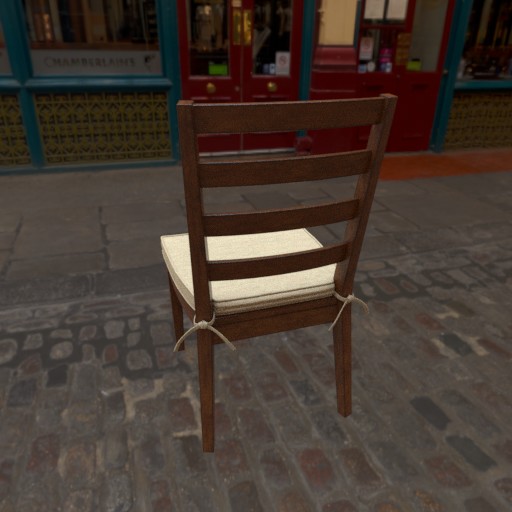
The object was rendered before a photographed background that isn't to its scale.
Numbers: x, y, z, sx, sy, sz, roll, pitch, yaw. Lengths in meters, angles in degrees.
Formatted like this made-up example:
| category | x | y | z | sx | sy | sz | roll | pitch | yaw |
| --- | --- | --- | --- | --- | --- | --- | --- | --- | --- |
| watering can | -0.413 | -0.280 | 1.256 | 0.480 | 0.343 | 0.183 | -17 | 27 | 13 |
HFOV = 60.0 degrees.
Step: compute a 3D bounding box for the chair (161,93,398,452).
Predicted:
| category | x | y | z | sx | sy | sz | roll | pitch | yaw |
| --- | --- | --- | --- | --- | --- | --- | --- | --- | --- |
| chair | 0.000 | 0.000 | 1.376 | 0.593 | 0.979 | 0.595 | -8 | 26 | -16 |
